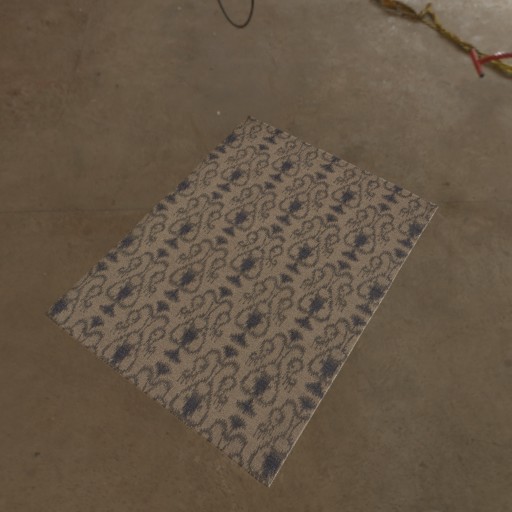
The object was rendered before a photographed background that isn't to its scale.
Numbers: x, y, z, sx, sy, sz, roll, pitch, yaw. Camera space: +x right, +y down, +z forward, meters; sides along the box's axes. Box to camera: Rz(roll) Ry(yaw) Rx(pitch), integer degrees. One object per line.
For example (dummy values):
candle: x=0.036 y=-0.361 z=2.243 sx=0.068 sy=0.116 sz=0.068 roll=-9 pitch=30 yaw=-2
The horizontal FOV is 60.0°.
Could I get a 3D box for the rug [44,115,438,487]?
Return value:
rug: x=0.000 y=0.000 z=4.309 sx=2.437 sy=0.015 sz=3.205 roll=30 pitch=63 yaw=18
